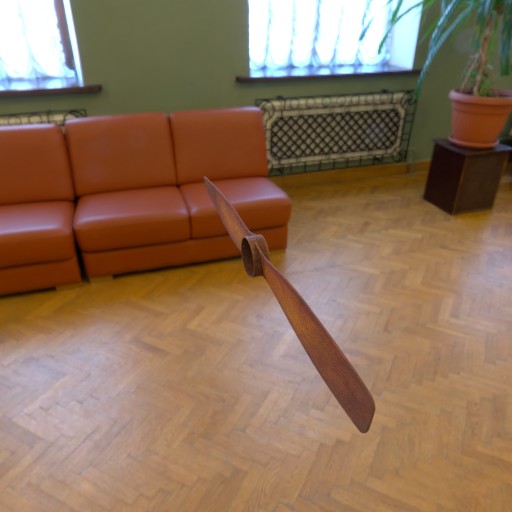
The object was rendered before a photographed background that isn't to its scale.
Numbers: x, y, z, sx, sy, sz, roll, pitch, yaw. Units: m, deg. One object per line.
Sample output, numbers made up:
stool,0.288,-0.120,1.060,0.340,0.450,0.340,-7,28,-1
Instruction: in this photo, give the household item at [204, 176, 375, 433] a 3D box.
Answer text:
household item,0.000,0.000,1.223,0.051,0.121,1.181,-10,31,-16
